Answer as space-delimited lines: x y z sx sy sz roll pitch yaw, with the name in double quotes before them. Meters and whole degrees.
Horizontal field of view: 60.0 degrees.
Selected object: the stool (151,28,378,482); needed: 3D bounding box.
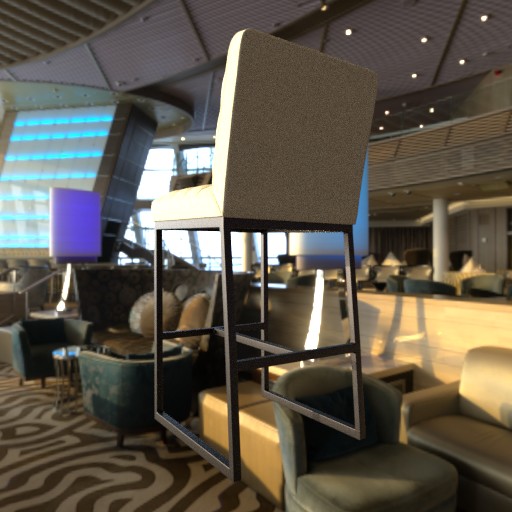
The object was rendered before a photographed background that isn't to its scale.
"stool" 0.000 0.000 1.330 0.460 1.040 0.560 0 0 -34
